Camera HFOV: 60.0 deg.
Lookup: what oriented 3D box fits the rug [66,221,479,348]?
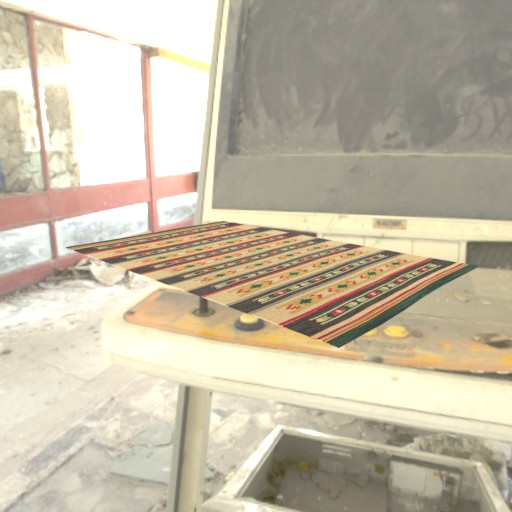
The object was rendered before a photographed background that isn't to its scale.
[{"bbox_3d":[0.000,0.000,2.920,2.311,0.010,1.522,13,20,42],"label":"rug"}]
